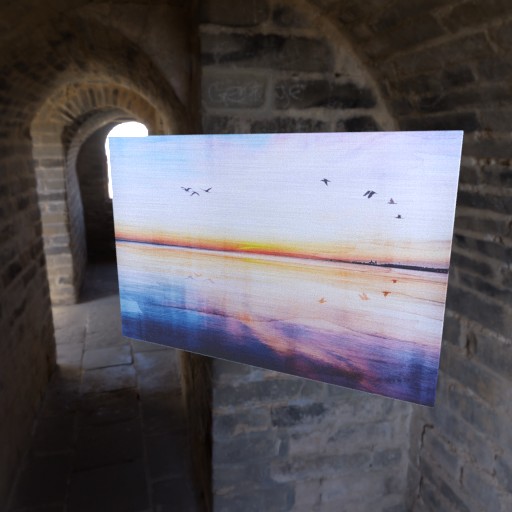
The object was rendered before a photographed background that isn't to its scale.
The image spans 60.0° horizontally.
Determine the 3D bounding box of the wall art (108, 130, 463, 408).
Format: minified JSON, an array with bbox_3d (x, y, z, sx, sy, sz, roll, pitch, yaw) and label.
[{"bbox_3d":[0.000,0.000,1.141,0.911,0.605,0.037,6,15,25],"label":"wall art"}]
